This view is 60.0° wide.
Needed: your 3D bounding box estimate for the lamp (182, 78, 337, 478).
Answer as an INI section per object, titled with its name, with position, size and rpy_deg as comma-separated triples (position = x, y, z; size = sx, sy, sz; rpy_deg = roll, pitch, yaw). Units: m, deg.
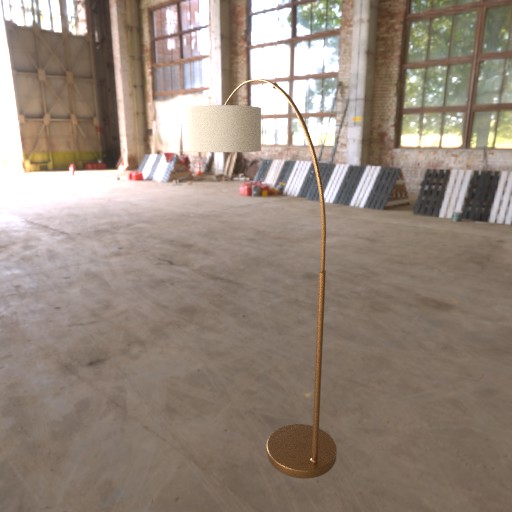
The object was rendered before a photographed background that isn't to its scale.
[lamp]
position = 0.000, 0.000, 2.575
size = 0.493, 1.927, 1.434
rpy_deg = -8, 17, -26
